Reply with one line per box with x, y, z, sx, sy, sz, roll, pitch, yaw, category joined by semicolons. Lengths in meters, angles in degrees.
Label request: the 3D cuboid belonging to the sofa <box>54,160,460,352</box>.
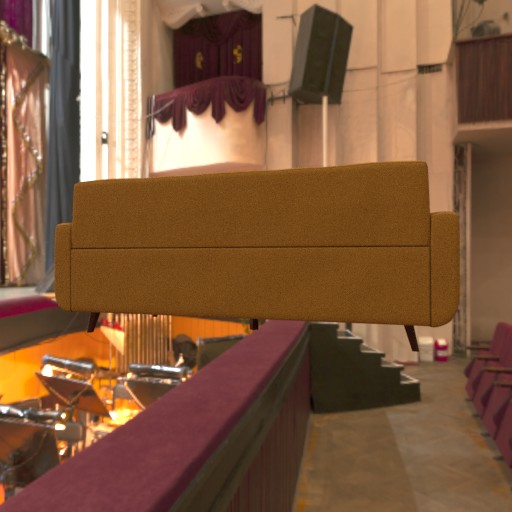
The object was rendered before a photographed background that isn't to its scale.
0.000;0.000;2.540;2.029;0.841;0.909;0;-1;17;sofa
